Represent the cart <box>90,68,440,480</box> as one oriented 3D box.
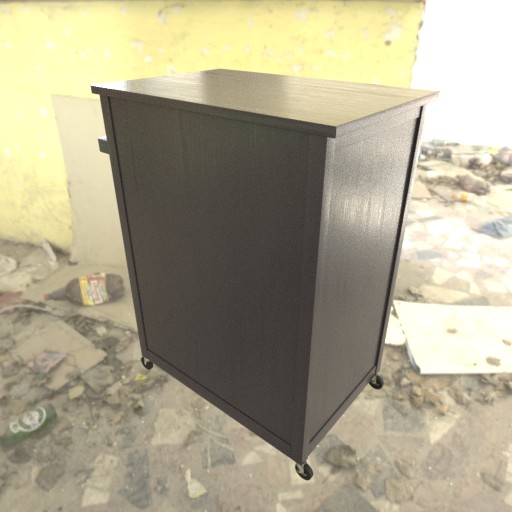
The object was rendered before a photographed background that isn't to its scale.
[{"bbox_3d":[0.000,0.000,1.221,0.690,0.878,0.449,22,36,34],"label":"cart"}]
